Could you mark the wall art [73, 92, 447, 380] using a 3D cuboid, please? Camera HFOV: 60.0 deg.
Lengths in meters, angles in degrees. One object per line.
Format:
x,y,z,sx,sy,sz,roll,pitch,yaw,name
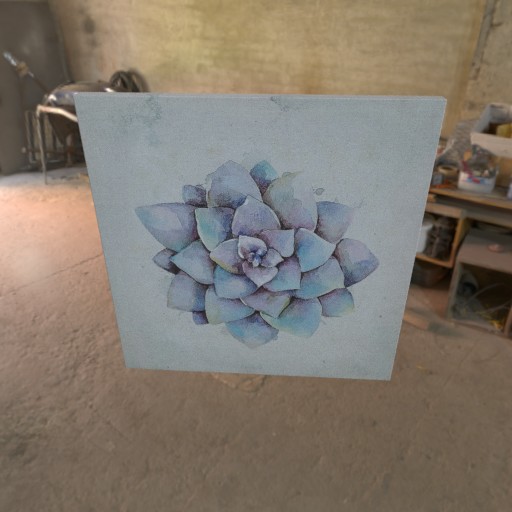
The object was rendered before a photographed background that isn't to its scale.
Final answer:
0.000,0.000,1.103,0.762,0.762,0.038,2,30,3,wall art
